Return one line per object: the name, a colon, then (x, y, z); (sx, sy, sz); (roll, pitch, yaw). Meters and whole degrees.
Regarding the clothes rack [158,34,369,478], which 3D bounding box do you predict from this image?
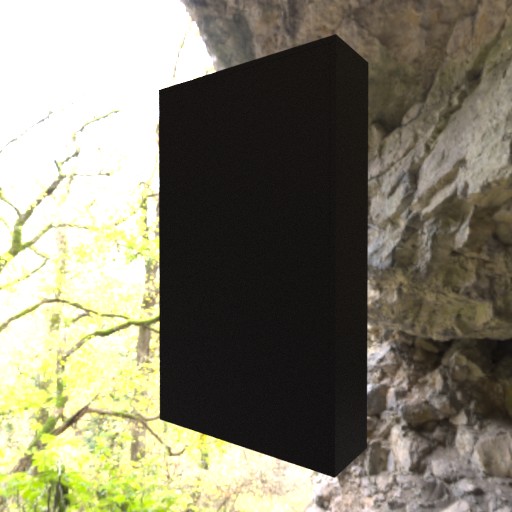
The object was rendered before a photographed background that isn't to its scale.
clothes rack: (0.000, 0.000, 1.599); (0.750, 1.280, 0.250); (1, 1, 36)
